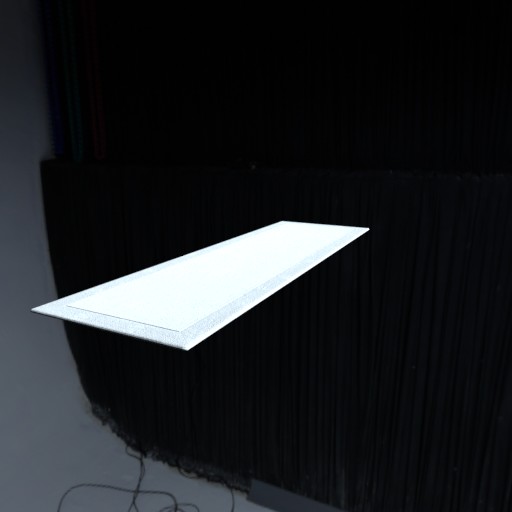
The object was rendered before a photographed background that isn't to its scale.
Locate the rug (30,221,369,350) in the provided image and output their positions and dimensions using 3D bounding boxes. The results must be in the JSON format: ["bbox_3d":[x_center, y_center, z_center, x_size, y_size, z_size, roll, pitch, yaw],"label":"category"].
[{"bbox_3d":[0.000,0.000,2.631,0.759,0.012,2.430,7,15,27],"label":"rug"}]
